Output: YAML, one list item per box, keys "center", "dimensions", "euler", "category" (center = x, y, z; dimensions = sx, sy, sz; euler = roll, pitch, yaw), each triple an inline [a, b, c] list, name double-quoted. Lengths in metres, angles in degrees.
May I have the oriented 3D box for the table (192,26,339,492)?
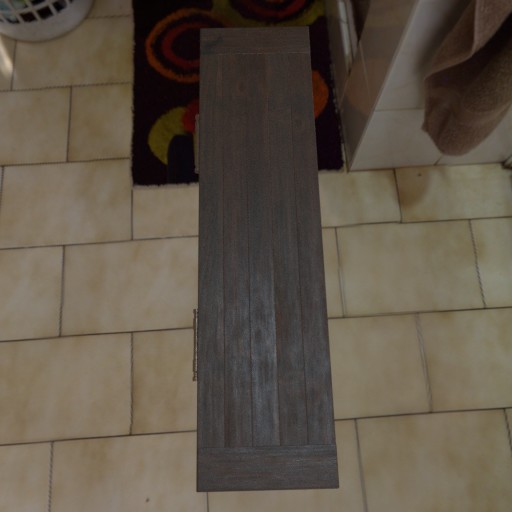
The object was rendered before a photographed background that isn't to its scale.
- center: [0.000, 0.000, 1.845]
  dimensions: [0.442, 0.762, 1.599]
  euler: [-1, 75, 0]
  category: "table"
